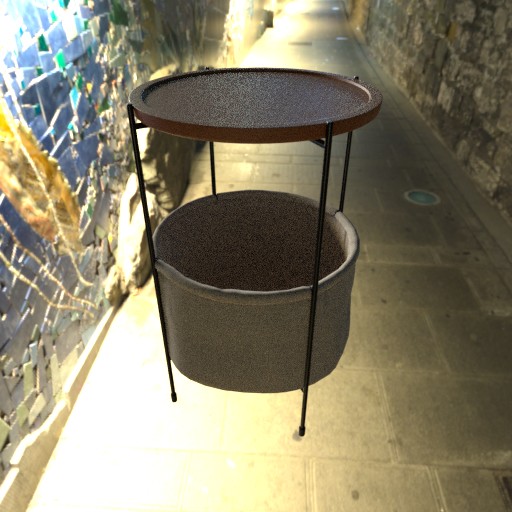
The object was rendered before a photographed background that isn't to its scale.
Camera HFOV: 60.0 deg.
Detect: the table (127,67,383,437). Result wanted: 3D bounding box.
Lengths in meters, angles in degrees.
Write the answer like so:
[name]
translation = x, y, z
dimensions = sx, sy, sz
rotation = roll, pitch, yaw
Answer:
[table]
translation = 0.000, 0.000, 0.861
dimensions = 0.393, 0.623, 0.393
rotation = 10, 34, 14
